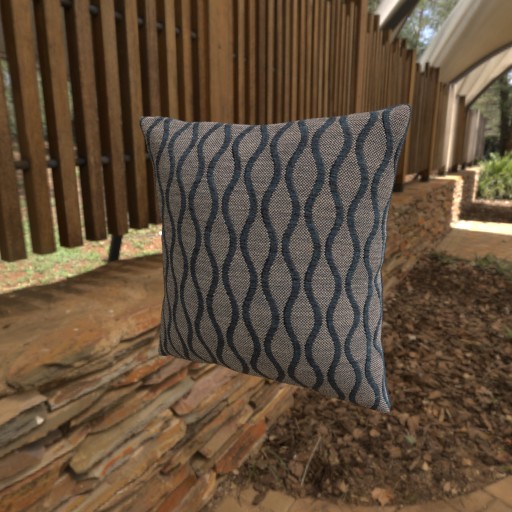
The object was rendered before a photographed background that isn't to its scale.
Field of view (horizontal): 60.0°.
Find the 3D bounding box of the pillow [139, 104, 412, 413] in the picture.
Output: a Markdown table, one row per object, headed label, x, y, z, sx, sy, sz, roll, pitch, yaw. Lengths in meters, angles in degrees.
| label | x | y | z | sx | sy | sz | roll | pitch | yaw |
| --- | --- | --- | --- | --- | --- | --- | --- | --- | --- |
| pillow | 0.000 | 0.000 | 0.689 | 0.435 | 0.435 | 0.159 | 7 | 16 | 25 |
